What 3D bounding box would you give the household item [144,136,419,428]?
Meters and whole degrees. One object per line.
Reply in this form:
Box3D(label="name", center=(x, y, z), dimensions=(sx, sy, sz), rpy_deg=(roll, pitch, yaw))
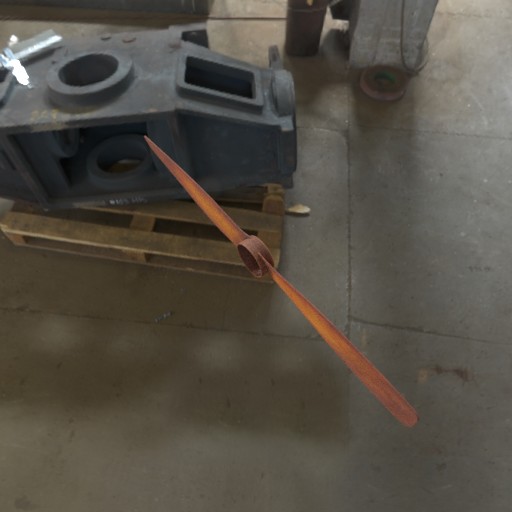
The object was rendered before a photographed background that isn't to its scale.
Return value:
Box3D(label="household item", center=(0.000, 0.000, 1.271), dimensions=(0.051, 0.121, 1.181), rpy_deg=(-35, 65, -19))
